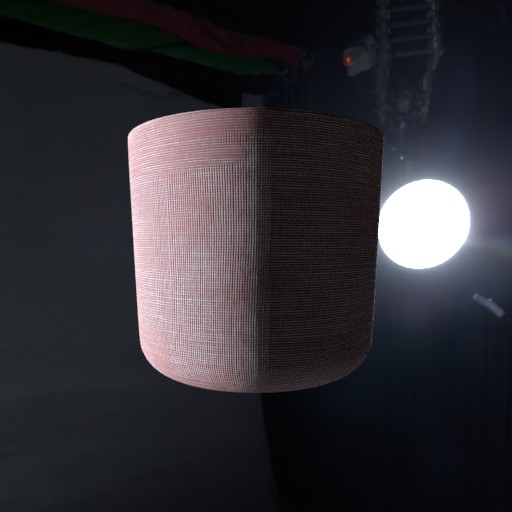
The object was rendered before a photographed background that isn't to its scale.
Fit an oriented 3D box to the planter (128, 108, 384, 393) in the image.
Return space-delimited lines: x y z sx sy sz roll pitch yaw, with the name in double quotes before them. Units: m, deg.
"planter" 0.000 0.000 0.798 0.440 0.398 0.440 0 2 0
